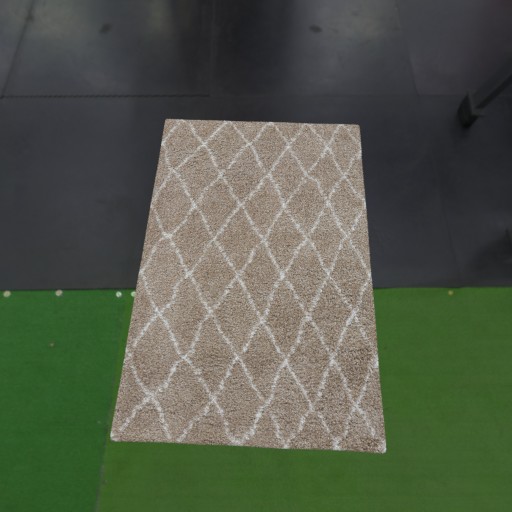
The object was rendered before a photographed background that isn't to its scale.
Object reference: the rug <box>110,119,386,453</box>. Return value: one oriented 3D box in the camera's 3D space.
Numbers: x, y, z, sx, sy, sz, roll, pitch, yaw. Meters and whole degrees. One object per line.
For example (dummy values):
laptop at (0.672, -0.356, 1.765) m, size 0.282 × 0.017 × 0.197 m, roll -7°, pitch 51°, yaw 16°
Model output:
rug at (0.000, 0.000, 3.456) m, size 1.778 × 0.030 × 2.743 m, roll 2°, pitch 64°, yaw 1°
